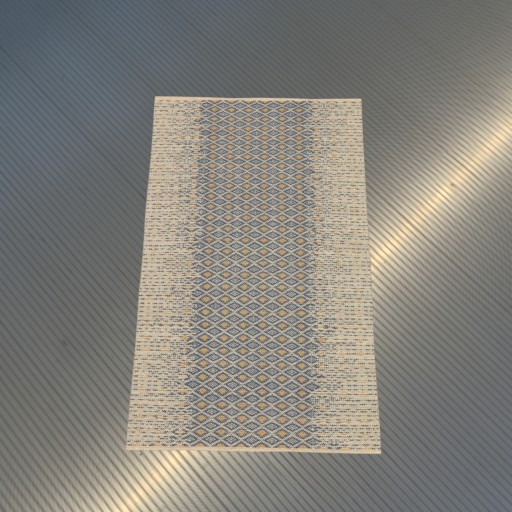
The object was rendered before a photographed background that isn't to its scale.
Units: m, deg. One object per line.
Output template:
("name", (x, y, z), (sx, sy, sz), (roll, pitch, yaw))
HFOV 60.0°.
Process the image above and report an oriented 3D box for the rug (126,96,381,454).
("rug", (0.000, 0.000, 2.989), (1.541, 0.008, 2.448), (1, 75, 0))
